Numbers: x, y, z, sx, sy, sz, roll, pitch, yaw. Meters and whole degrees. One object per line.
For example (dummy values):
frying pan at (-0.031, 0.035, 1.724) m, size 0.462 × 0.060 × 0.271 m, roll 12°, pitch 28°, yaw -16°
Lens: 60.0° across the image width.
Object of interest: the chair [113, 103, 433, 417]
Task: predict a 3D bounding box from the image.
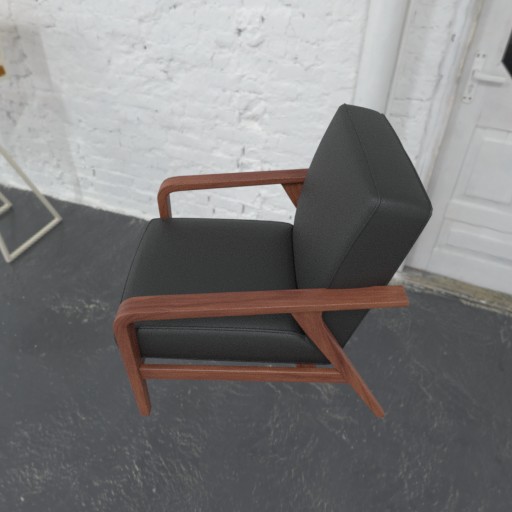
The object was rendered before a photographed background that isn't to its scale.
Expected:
chair at (0.000, 0.000, 1.504) m, size 0.889 × 0.861 × 0.719 m, roll 0°, pitch 40°, yaw 1°
